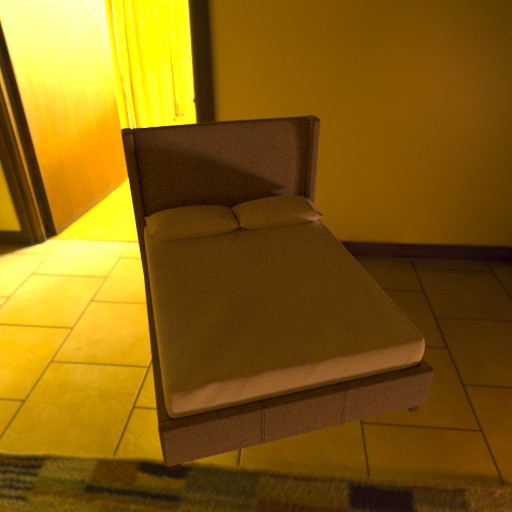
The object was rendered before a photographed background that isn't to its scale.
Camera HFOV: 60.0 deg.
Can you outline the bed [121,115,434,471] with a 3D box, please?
[{"bbox_3d":[0.000,0.000,3.339,1.714,1.481,2.245,-8,32,-13],"label":"bed"}]
